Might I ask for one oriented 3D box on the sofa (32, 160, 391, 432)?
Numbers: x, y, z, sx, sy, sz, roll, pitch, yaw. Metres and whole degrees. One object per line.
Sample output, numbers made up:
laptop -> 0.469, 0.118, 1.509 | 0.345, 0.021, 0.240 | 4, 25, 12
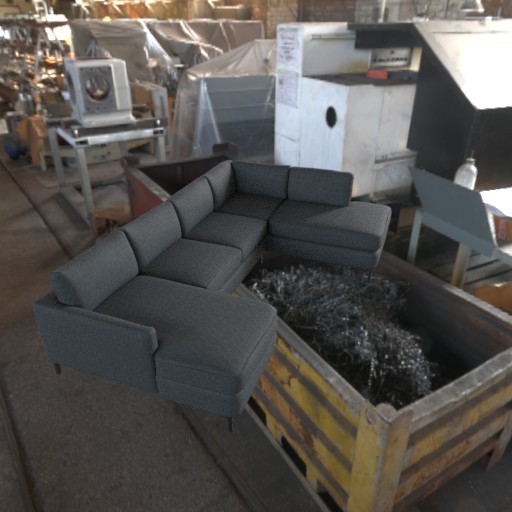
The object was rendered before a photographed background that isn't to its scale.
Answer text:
sofa -> 0.000, 0.000, 3.837 | 1.984, 0.858, 2.975 | 10, 30, 19
